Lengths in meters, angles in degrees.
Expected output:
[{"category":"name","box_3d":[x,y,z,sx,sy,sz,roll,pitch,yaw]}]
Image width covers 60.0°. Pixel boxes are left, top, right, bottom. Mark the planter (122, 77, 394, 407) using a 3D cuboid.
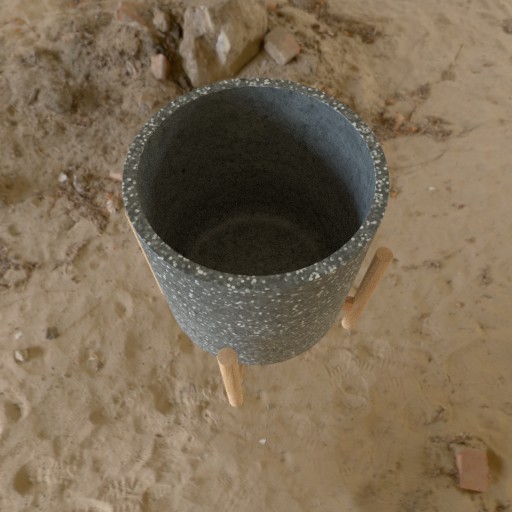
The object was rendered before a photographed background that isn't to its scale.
[{"category":"planter","box_3d":[0.000,0.000,0.690,0.360,0.419,0.360,30,66,15]}]
